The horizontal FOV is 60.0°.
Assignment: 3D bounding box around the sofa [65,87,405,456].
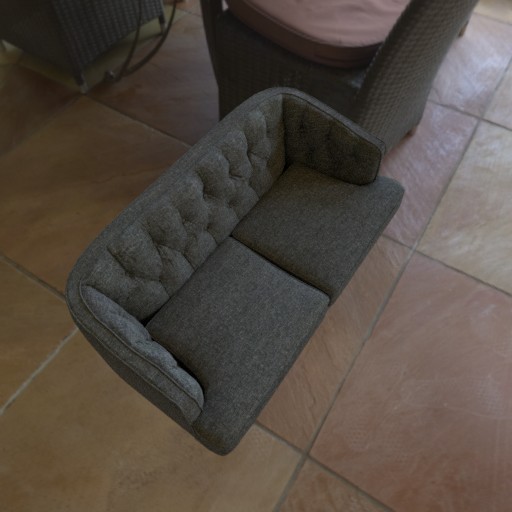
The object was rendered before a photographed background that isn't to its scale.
[{"bbox_3d":[0.000,0.000,2.318,0.941,0.855,1.733,31,63,18],"label":"sofa"}]
